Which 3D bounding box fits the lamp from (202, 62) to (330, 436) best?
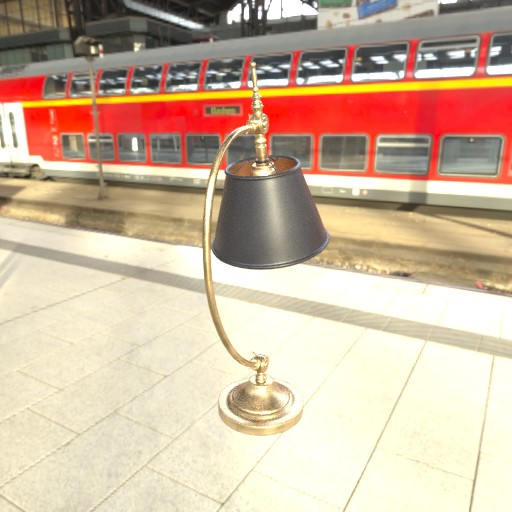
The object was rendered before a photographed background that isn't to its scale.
[{"bbox_3d":[0.000,0.000,0.838,0.235,0.675,0.344,9,18,27],"label":"lamp"}]
